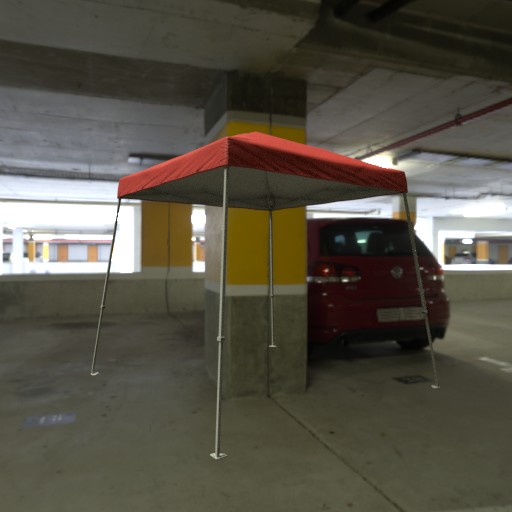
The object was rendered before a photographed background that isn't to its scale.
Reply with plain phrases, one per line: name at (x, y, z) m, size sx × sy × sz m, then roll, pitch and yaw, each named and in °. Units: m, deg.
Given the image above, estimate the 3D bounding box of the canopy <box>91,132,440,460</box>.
canopy at (0.000, 0.000, 5.080) m, size 2.849 × 2.849 × 2.848 m, roll 0°, pitch 0°, yaw -37°
